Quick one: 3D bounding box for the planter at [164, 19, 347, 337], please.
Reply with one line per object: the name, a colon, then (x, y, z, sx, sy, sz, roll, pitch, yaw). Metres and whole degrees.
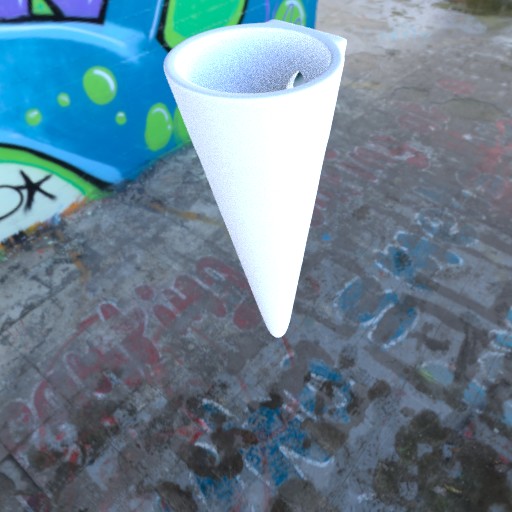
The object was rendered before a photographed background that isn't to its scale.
planter: (0.000, 0.000, 0.217, 0.057, 0.193, 0.064, 30, 53, 25)
